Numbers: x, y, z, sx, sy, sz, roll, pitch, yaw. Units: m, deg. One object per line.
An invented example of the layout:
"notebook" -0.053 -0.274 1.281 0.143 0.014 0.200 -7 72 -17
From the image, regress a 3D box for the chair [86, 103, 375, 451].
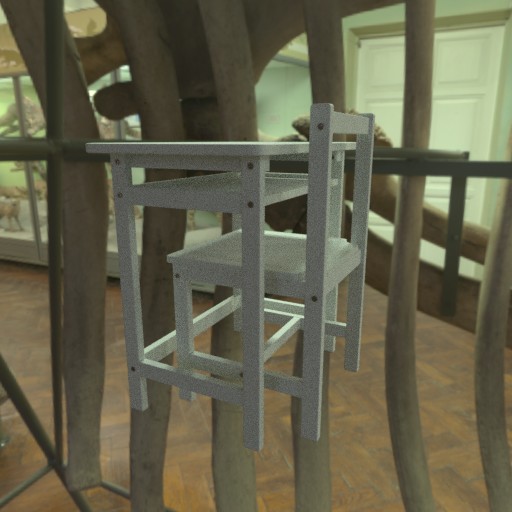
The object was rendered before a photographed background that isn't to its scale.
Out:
"chair" 0.000 0.000 1.090 0.461 0.673 0.599 7 16 26
